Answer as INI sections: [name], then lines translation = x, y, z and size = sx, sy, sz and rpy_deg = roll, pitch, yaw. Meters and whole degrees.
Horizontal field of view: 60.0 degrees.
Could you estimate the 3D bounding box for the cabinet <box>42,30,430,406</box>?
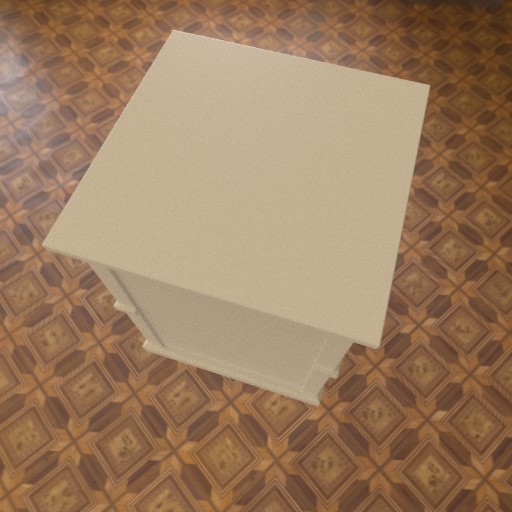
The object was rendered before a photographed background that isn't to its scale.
[cabinet]
translation = 0.000, 0.000, 1.132
size = 0.544, 0.775, 0.547
rpy_deg = 16, 64, 8
